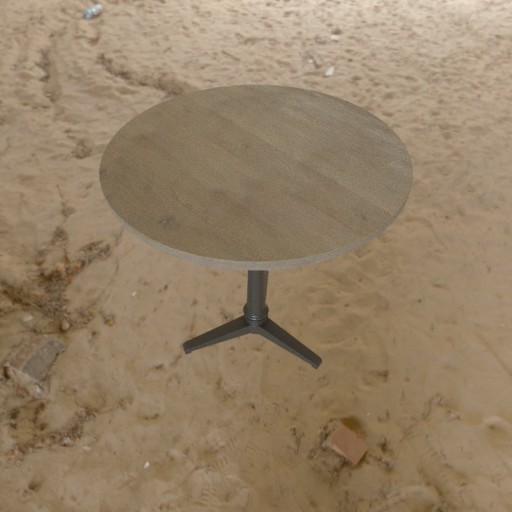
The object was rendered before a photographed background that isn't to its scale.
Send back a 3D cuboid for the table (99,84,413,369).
[{"bbox_3d":[0.000,0.000,1.441,0.800,0.780,0.800,0,46,0],"label":"table"}]
